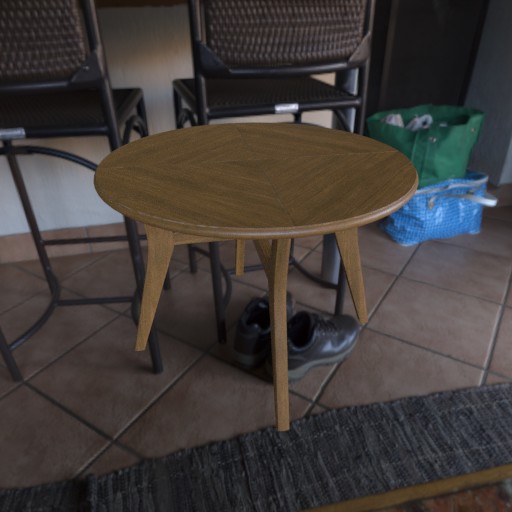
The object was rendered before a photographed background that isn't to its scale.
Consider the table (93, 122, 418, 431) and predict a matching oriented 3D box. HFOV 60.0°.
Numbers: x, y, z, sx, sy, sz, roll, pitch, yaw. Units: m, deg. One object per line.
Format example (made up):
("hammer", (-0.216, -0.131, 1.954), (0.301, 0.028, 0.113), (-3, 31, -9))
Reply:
("table", (0.000, 0.000, 1.692), (1.055, 0.757, 1.055), (0, 30, 0))
